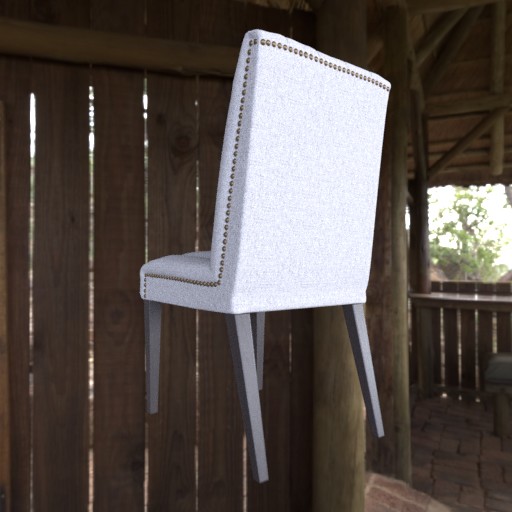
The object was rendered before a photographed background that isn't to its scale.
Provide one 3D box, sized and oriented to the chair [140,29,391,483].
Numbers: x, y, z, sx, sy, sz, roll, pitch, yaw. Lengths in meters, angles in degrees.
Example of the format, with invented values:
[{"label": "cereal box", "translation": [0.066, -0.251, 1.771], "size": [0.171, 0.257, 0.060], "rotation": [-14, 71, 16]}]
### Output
[{"label": "chair", "translation": [0.000, 0.000, 1.355], "size": [0.511, 1.016, 0.647], "rotation": [1, -1, -37]}]
